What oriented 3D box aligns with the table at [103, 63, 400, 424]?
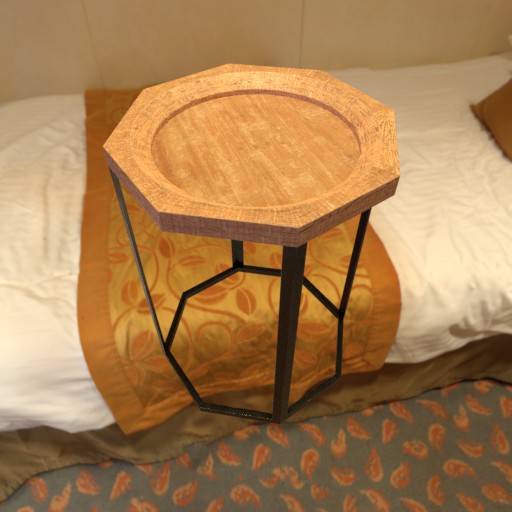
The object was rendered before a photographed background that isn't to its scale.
[{"bbox_3d":[0.000,0.000,0.850,0.437,0.553,0.437,25,52,21],"label":"table"}]
